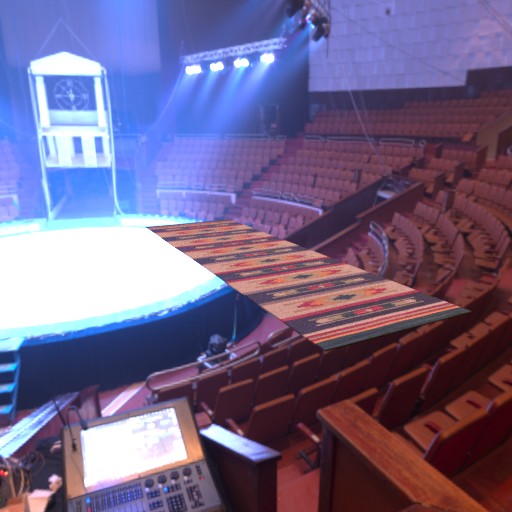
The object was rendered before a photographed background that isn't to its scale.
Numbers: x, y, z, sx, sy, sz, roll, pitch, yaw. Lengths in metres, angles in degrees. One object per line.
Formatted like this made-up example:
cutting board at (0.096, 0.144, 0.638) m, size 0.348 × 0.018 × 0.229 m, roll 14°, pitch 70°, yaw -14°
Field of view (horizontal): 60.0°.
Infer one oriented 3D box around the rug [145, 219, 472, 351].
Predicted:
rug at (0.000, 0.000, 2.726) m, size 0.760 × 0.009 × 2.440 m, roll -8°, pitch 17°, yaw -27°
